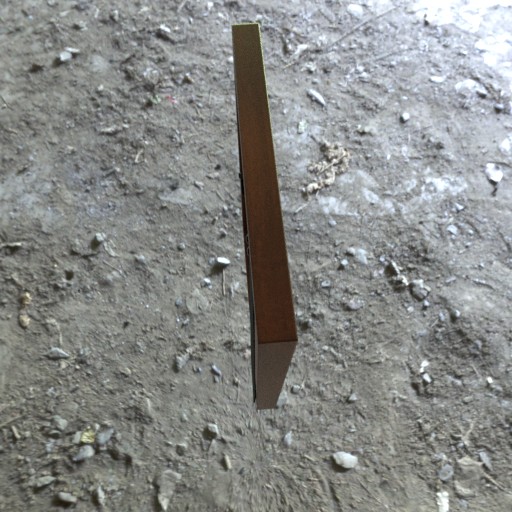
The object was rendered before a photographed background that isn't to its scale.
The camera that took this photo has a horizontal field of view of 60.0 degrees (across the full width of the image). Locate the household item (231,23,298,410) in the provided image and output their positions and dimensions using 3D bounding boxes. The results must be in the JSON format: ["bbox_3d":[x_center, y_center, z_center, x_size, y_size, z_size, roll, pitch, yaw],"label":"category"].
[{"bbox_3d":[0.000,0.000,0.344,0.020,0.250,0.200,-4,65,-2],"label":"household item"}]
